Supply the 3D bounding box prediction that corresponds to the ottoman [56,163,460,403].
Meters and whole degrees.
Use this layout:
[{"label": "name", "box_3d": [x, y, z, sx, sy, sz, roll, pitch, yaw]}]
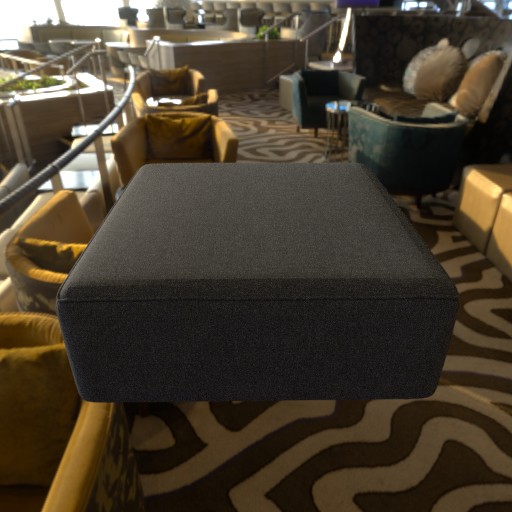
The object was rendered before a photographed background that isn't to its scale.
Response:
[{"label": "ottoman", "box_3d": [0.000, 0.000, 1.551, 1.000, 0.439, 1.000, 0, 30, -1]}]
